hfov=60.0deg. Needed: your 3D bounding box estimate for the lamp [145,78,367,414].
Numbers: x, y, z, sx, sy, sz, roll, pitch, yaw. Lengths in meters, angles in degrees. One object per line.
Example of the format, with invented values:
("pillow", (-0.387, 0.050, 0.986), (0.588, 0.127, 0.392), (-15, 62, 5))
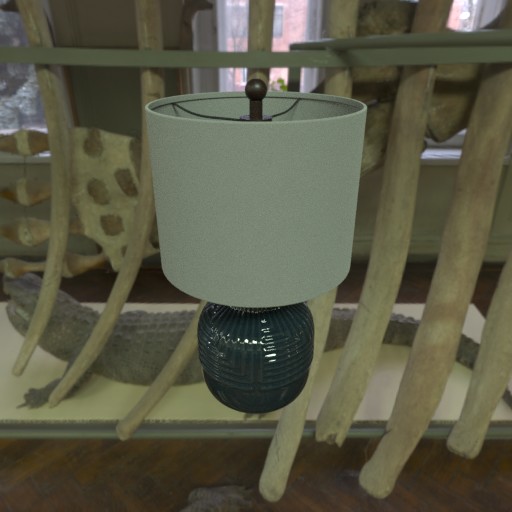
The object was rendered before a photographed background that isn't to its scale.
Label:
("lamp", (0.000, 0.000, 0.760), (0.318, 0.567, 0.318), (0, 26, 0))
